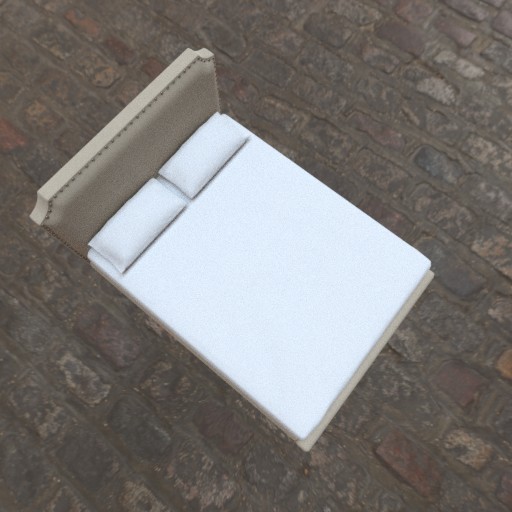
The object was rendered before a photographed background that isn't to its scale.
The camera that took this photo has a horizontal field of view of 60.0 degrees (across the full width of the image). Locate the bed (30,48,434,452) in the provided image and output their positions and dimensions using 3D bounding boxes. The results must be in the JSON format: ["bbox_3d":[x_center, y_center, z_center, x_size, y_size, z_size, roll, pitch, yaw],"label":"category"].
[{"bbox_3d":[0.000,0.000,3.324,2.329,1.415,1.703,38,77,11],"label":"bed"}]
